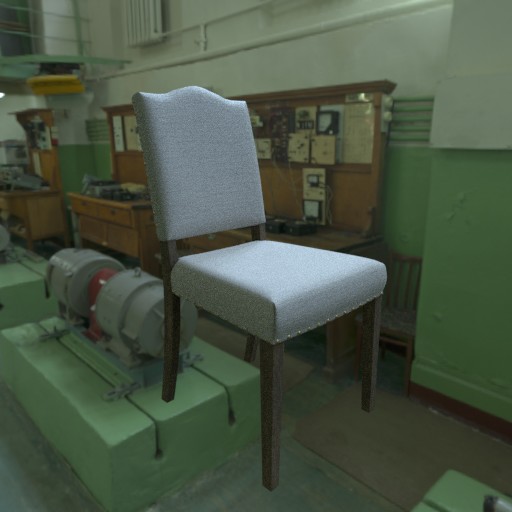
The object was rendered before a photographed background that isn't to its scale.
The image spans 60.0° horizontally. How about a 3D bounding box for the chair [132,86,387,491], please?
[{"bbox_3d":[0.000,0.000,1.355,0.620,1.020,0.508,14,20,43],"label":"chair"}]
